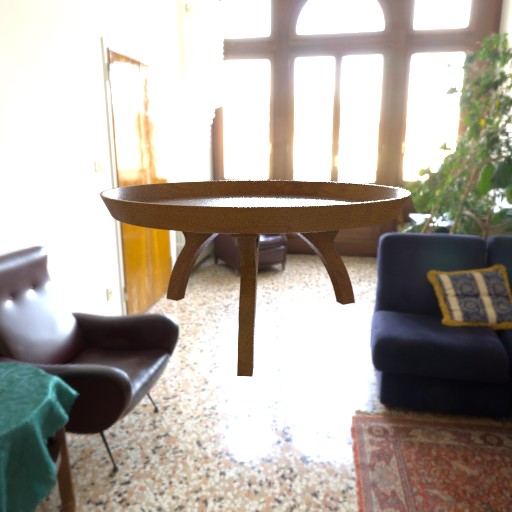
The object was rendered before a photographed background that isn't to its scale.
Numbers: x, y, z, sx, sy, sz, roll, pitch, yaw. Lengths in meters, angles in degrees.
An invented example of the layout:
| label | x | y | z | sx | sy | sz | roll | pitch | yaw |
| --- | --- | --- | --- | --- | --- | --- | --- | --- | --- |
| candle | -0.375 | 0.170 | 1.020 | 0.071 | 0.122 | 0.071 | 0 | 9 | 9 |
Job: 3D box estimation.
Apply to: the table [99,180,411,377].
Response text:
| label | x | y | z | sx | sy | sz | roll | pitch | yaw |
| --- | --- | --- | --- | --- | --- | --- | --- | --- | --- |
| table | 0.000 | 0.000 | 1.572 | 1.016 | 0.470 | 1.016 | 0 | 13 | 0 |
